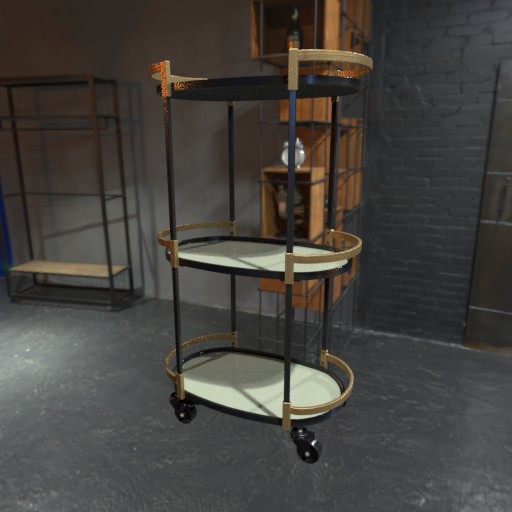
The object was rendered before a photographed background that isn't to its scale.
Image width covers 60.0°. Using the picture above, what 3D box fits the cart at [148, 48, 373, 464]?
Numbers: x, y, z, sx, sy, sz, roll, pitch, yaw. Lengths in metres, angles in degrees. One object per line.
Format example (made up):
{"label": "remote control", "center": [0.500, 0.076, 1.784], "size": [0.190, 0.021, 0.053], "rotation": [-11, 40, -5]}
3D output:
{"label": "cart", "center": [0.000, 0.000, 1.112], "size": [0.515, 0.885, 0.311], "rotation": [7, 16, 25]}
